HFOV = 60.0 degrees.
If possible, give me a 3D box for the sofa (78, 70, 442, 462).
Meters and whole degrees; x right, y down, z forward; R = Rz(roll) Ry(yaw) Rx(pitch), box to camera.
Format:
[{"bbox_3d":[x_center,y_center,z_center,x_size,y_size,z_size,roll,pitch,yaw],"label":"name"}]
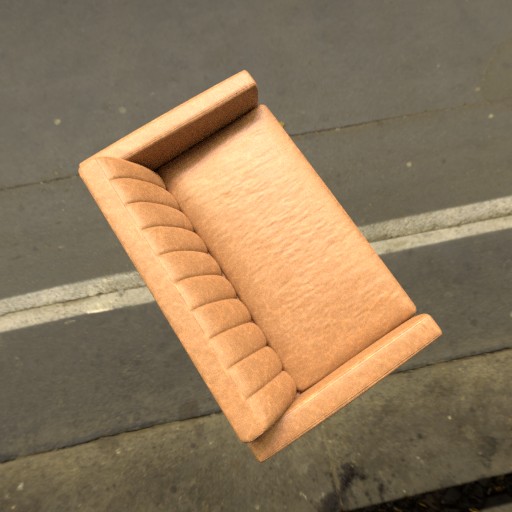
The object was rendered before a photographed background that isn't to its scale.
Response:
[{"bbox_3d":[0.000,0.000,2.169,0.960,0.820,1.549,-33,78,-8],"label":"sofa"}]
